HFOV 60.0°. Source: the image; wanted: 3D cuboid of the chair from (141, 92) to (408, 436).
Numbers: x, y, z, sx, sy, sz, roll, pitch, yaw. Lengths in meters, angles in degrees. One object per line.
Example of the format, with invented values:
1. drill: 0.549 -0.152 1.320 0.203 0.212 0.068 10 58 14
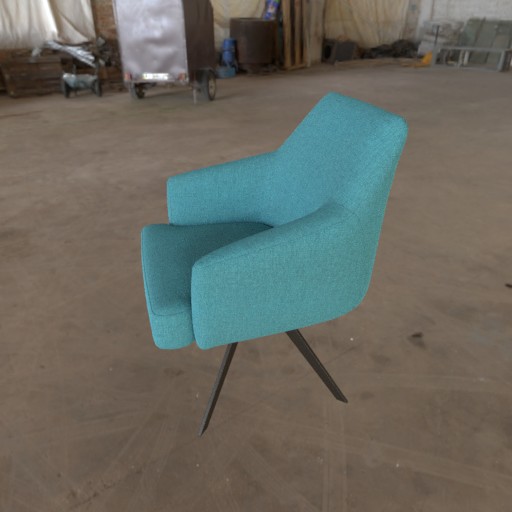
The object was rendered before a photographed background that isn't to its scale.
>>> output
1. chair: 0.000 0.000 1.352 0.677 0.874 0.642 -8 30 -14
